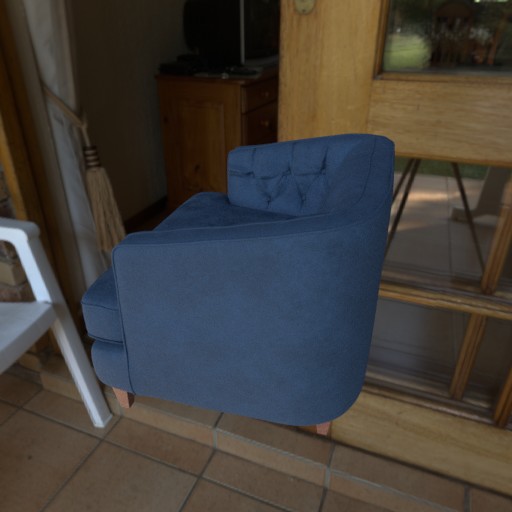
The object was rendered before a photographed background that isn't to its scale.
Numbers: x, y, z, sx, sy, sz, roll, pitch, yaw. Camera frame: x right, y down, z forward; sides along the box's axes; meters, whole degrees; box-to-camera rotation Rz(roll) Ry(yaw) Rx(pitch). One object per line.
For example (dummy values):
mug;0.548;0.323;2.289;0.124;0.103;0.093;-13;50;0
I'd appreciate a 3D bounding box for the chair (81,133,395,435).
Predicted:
chair;0.000;0.000;1.733;0.940;0.852;1.094;8;30;14
